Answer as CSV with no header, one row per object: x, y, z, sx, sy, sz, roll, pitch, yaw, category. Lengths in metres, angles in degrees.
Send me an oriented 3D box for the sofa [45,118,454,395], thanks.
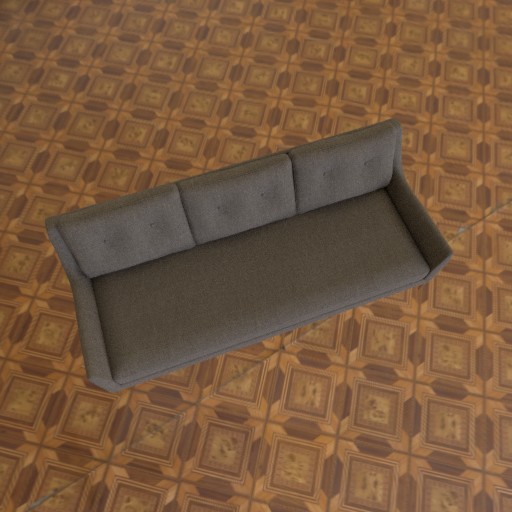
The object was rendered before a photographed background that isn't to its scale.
0.000,0.000,2.566,2.060,0.837,0.849,-18,66,-8,sofa
